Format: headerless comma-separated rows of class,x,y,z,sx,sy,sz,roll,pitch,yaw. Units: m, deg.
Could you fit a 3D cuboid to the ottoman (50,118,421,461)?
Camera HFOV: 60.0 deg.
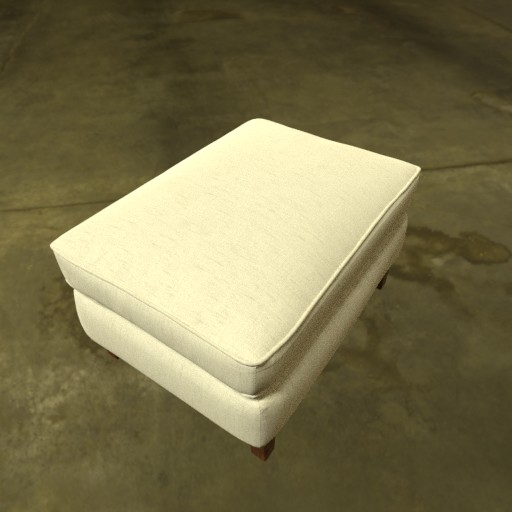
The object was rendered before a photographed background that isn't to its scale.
ottoman,0.000,0.000,0.980,0.501,0.406,0.665,25,47,25
